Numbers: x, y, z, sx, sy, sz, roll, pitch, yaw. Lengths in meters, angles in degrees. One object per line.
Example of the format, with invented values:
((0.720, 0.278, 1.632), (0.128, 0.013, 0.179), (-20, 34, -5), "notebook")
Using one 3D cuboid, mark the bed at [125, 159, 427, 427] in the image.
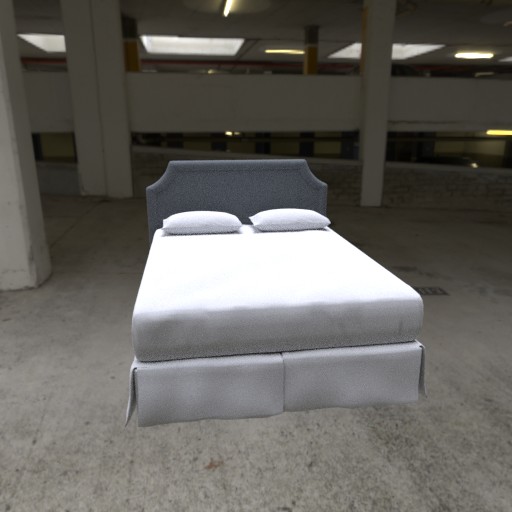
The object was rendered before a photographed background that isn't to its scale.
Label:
((0.000, 0.000, 3.450), (1.811, 1.296, 2.259), (-2, 17, -8), "bed")
